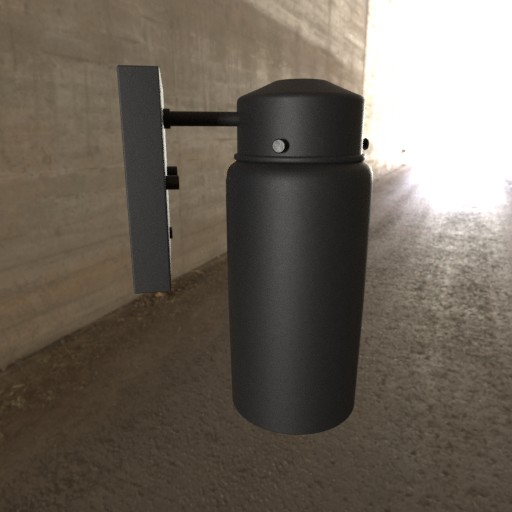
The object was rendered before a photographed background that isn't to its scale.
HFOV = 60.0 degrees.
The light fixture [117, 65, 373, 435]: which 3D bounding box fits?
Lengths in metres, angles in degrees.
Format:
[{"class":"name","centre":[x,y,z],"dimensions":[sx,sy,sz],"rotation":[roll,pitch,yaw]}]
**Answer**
[{"class":"light fixture","centre":[0.000,0.000,0.347],"dimensions":[0.176,0.257,0.130],"rotation":[-3,16,-10]}]
